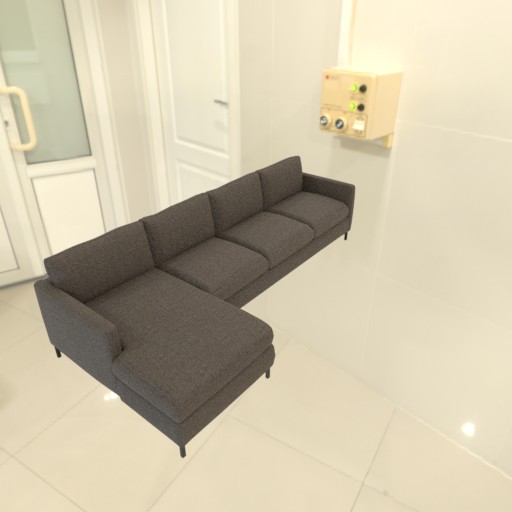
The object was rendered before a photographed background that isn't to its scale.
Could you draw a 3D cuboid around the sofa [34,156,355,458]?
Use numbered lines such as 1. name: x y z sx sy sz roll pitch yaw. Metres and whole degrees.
1. sofa: 0.000 0.000 3.270 1.258 0.754 2.731 21 36 33
